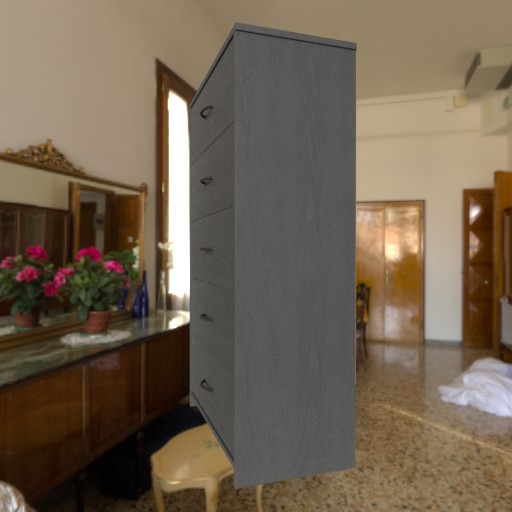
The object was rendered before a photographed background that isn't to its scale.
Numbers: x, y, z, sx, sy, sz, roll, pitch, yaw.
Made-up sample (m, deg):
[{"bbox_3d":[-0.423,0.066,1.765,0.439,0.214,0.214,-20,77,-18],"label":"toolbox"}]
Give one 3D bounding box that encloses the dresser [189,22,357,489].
[{"bbox_3d":[0.000,0.000,1.577,0.399,1.255,0.704,0,0,-19],"label":"dresser"}]
